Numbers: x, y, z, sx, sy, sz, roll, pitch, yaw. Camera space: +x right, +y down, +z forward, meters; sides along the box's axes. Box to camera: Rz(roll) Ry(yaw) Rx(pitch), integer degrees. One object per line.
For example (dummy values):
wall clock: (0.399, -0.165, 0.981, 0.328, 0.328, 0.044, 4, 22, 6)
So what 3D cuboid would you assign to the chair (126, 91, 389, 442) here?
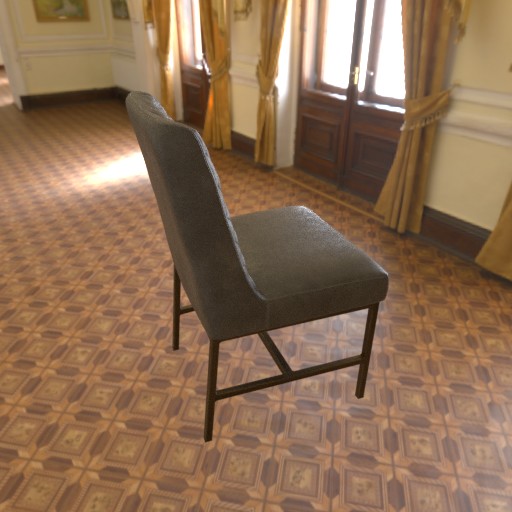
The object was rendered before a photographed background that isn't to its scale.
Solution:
chair: (0.000, 0.000, 1.286, 0.587, 0.889, 0.508, -11, 32, -19)
